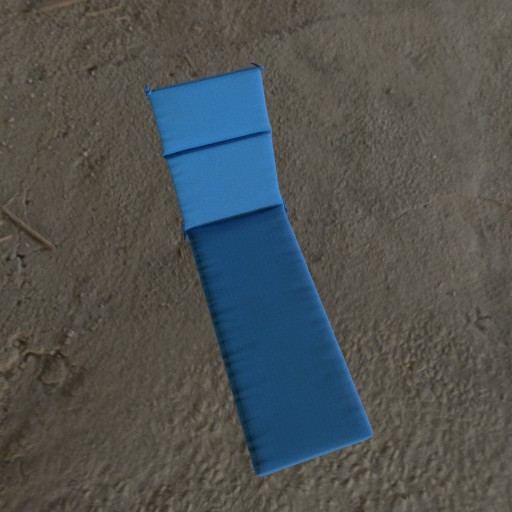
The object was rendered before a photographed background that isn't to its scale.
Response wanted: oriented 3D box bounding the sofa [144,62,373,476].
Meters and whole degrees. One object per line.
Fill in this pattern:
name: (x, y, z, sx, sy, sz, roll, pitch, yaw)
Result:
sofa: (0.000, 0.000, 1.929, 0.582, 0.622, 1.663, -16, 66, -7)
